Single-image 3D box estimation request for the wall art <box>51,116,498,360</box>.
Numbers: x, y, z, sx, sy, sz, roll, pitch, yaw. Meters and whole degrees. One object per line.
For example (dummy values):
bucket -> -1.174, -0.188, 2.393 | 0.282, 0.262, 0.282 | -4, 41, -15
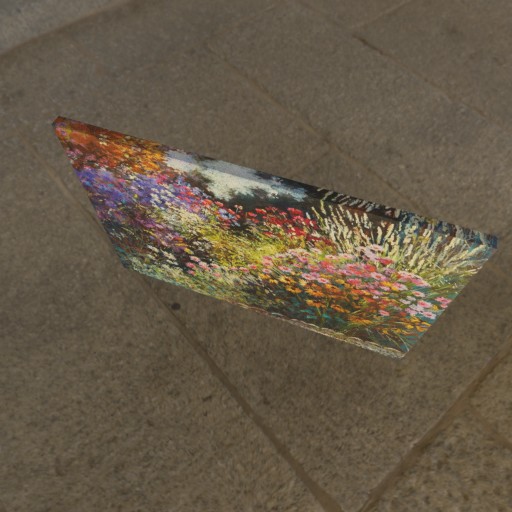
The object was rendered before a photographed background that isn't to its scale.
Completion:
wall art -> 0.000, 0.000, 1.403 | 1.136, 0.760, 0.042 | 17, 60, 10
